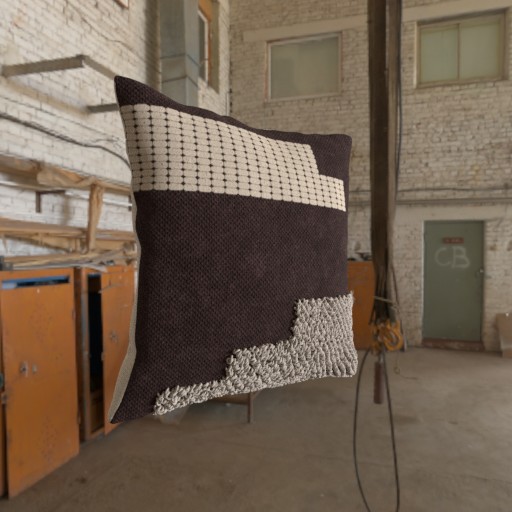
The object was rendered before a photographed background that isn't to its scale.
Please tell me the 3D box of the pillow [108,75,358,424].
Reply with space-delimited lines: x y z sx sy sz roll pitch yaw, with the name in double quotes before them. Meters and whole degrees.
"pillow" 0.000 0.000 0.724 0.475 0.473 0.178 0 1 -37
